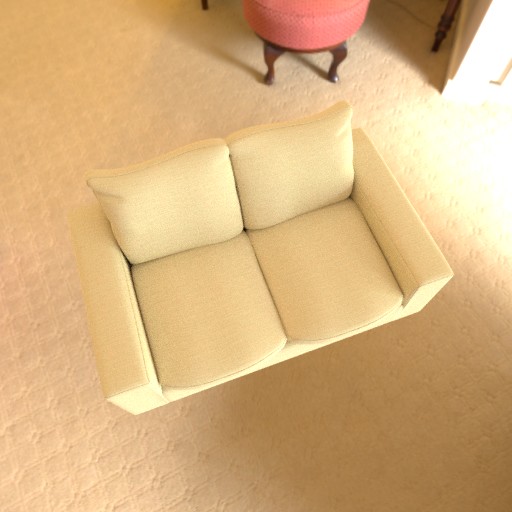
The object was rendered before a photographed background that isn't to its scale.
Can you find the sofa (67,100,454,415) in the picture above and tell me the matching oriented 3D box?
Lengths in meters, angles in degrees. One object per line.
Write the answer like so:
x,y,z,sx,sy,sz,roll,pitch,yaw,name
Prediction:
0.000,0.000,2.342,1.754,0.875,1.091,-18,64,-9,sofa
